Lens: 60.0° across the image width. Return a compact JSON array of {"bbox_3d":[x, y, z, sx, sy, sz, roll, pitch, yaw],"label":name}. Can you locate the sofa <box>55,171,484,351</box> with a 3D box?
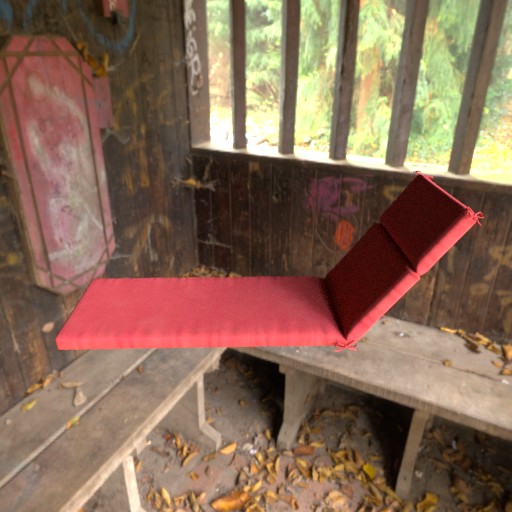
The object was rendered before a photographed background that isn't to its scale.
[{"bbox_3d":[0.000,0.000,1.943,1.663,0.622,0.582,-1,26,-1],"label":"sofa"}]
